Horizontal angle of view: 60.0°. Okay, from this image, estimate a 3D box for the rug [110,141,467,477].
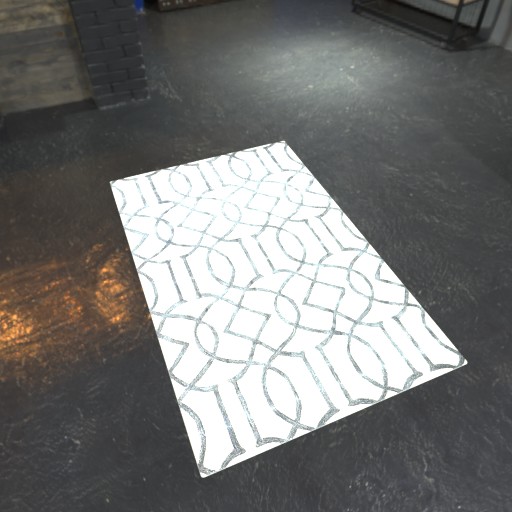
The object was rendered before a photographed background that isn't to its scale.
[{"bbox_3d":[0.000,0.000,2.961,1.521,0.017,2.365,-17,49,-15],"label":"rug"}]
